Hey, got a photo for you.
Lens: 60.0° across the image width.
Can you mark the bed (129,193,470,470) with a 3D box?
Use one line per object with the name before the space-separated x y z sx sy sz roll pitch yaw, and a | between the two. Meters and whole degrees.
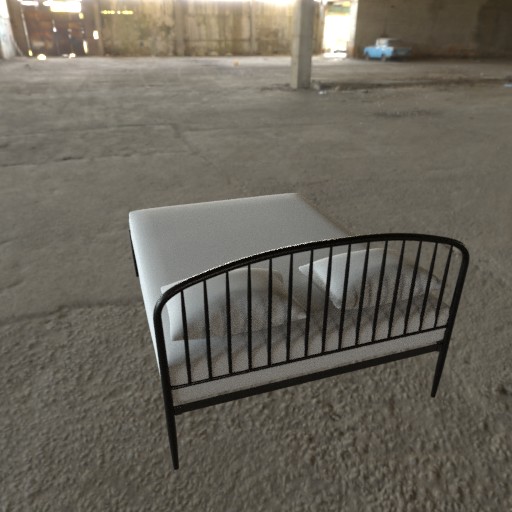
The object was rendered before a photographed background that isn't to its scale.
bed | 0.000 0.000 3.125 1.618 1.166 2.159 -9 28 -17
